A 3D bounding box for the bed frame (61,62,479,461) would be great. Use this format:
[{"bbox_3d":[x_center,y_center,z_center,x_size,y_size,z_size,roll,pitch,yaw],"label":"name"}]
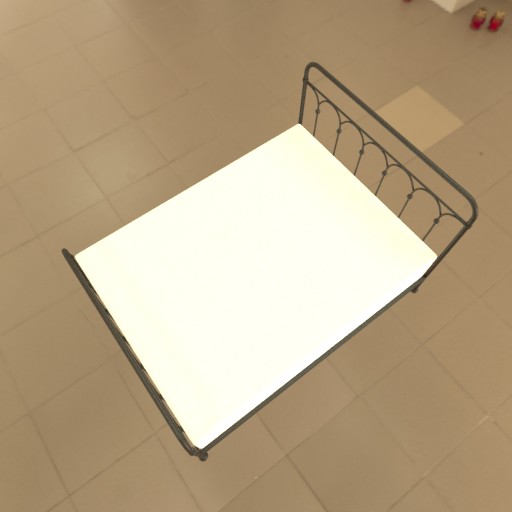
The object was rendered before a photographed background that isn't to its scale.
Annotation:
[{"bbox_3d":[0.000,0.000,3.164,2.203,1.276,1.664,-34,68,-16],"label":"bed frame"}]
